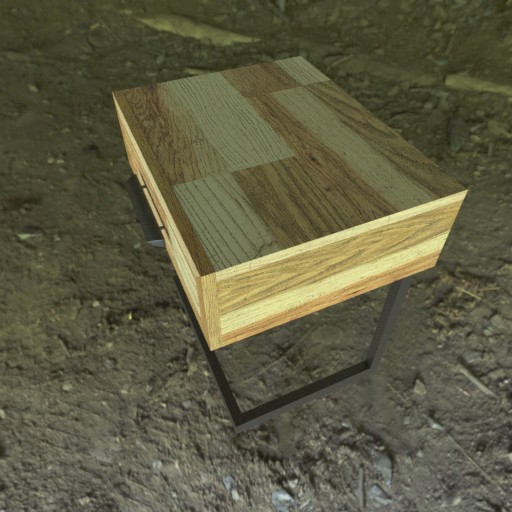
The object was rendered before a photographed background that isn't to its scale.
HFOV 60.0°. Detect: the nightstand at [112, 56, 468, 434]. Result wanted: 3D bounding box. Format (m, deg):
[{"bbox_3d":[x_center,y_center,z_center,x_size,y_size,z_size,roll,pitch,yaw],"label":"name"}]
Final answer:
[{"bbox_3d":[0.000,0.000,1.031,0.481,0.632,0.558,-18,49,-16],"label":"nightstand"}]
